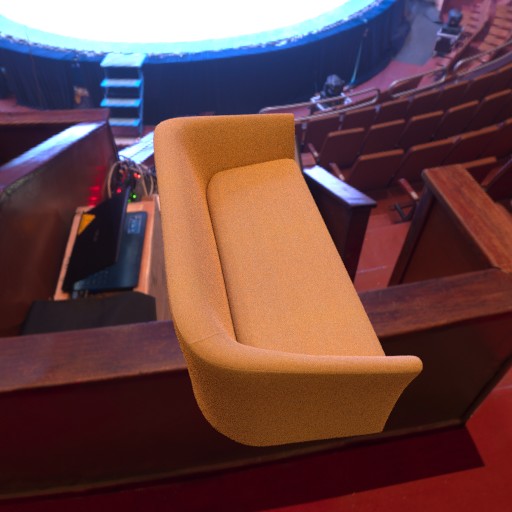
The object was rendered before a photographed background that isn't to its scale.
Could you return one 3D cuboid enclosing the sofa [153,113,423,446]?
[{"bbox_3d":[0.000,0.000,1.869,0.705,0.721,1.452,-9,48,-8],"label":"sofa"}]
